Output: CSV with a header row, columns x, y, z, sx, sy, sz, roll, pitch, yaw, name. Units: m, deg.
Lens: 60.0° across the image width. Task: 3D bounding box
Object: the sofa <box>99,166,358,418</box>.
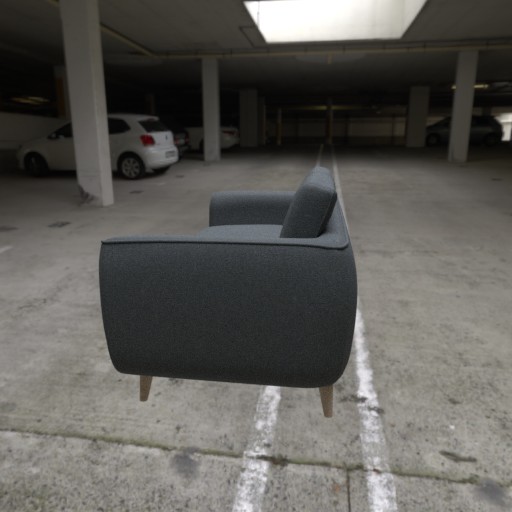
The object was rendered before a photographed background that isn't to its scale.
x,y,z,sx,sy,sz,roll,pitch,yaw,name
0.000,0.000,2.261,0.920,0.850,1.700,2,14,8,sofa
